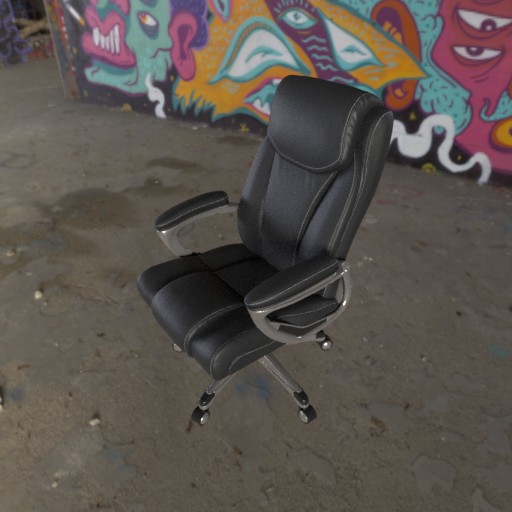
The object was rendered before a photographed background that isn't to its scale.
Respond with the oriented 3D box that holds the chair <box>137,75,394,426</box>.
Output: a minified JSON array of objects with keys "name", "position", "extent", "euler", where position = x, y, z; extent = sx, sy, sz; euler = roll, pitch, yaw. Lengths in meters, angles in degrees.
[{"name":"chair","position":[0.000,0.000,1.656],"extent":[0.784,1.167,0.741],"euler":[-22,39,-31]}]
